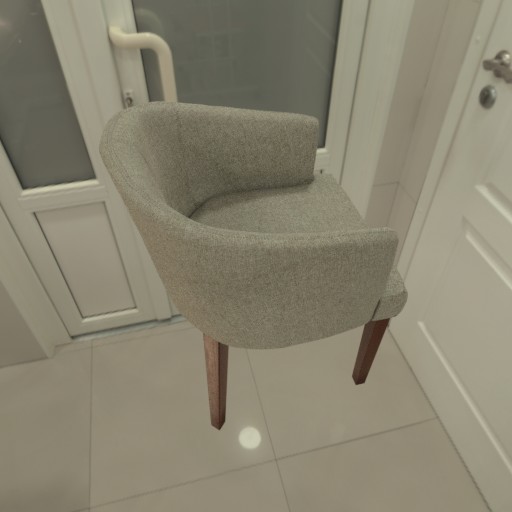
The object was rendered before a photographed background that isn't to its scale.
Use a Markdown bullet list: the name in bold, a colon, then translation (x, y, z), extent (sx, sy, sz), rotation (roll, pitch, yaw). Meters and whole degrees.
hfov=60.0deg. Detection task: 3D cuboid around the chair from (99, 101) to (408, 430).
- **chair**: translation (0.000, 0.000, 1.228), extent (0.655, 0.811, 0.583), rotation (-10, 46, -10)
